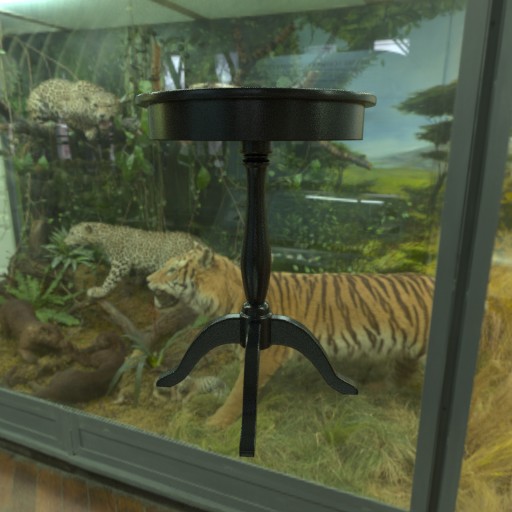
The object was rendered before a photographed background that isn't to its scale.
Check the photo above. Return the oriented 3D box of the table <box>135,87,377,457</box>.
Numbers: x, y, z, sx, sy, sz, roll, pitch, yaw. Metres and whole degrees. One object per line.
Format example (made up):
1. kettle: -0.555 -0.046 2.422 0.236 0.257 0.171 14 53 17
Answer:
1. table: 0.000 0.000 0.992 0.481 0.665 0.481 0 15 0
